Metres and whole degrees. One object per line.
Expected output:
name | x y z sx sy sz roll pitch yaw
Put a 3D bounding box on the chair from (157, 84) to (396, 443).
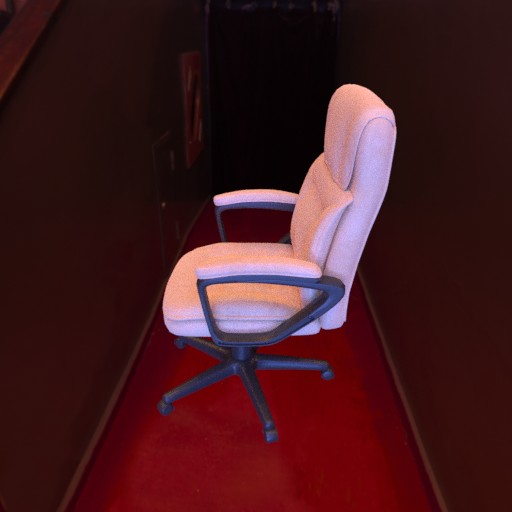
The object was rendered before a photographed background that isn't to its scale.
chair | 0.000 0.000 1.542 0.724 1.105 0.667 0 27 0
